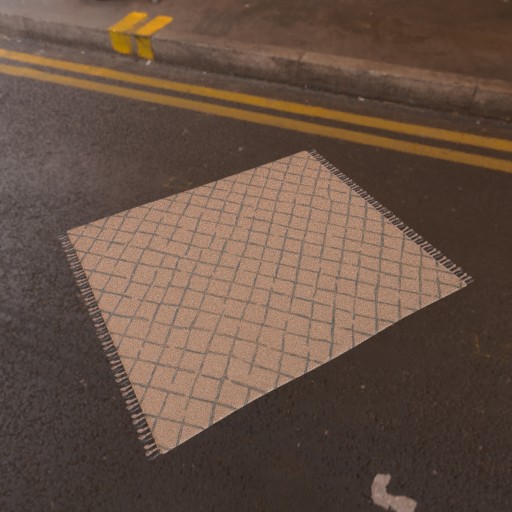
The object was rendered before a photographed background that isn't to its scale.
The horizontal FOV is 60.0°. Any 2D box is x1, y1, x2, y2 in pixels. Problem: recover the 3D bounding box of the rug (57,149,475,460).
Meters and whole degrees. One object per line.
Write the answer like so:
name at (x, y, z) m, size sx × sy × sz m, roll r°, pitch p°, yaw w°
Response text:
rug at (0.000, 0.000, 4.807) m, size 3.585 × 0.036 × 2.892 m, roll -23°, pitch 50°, yaw -21°
